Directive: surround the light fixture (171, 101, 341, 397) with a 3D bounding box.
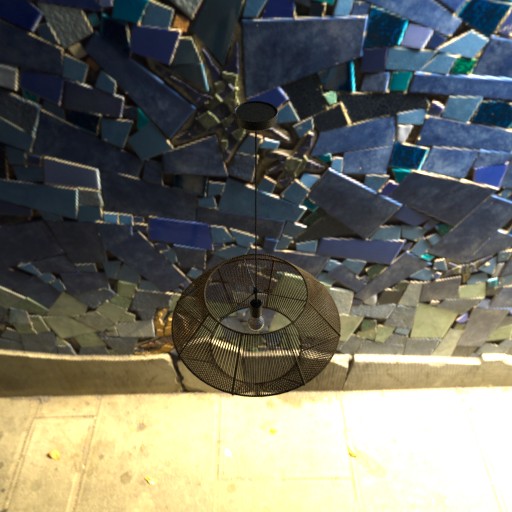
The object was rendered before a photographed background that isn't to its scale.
[{"bbox_3d":[0.000,0.000,1.441,0.643,1.009,0.643,0,46,0],"label":"light fixture"}]
